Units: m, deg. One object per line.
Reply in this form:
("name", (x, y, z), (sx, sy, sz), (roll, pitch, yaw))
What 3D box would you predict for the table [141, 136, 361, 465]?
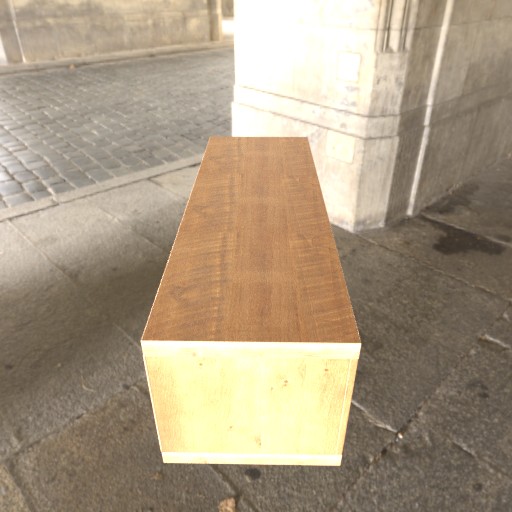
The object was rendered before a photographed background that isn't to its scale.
("table", (0.000, 0.000, 1.760), (0.499, 0.491, 1.499), (1, 32, 1))
